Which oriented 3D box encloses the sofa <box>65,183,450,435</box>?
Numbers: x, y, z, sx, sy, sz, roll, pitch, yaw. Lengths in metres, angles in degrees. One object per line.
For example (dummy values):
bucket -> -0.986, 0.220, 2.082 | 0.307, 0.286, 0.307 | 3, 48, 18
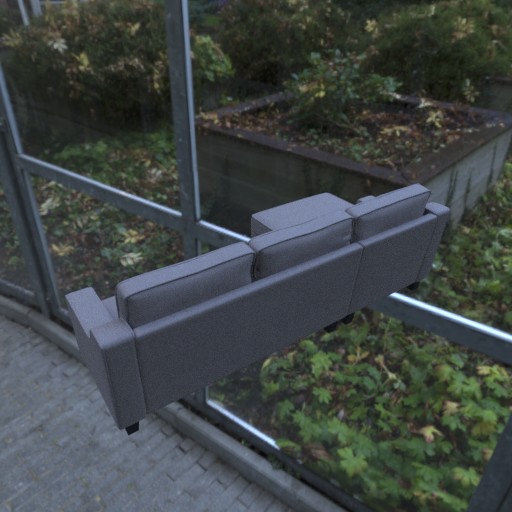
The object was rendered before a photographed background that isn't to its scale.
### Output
sofa -> 0.000, 0.000, 3.184 | 2.561, 0.928, 1.294 | -20, 36, -29
